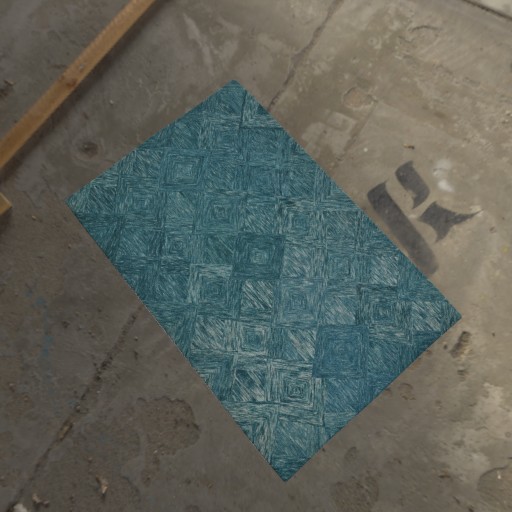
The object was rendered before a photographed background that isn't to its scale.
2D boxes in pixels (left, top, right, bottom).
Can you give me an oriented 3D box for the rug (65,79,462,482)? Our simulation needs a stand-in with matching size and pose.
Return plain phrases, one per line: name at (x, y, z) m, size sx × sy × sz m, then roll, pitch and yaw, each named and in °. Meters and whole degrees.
rug at (0.000, 0.000, 2.193) m, size 1.136 × 0.017 × 1.728 m, roll -39°, pitch 78°, yaw -10°
